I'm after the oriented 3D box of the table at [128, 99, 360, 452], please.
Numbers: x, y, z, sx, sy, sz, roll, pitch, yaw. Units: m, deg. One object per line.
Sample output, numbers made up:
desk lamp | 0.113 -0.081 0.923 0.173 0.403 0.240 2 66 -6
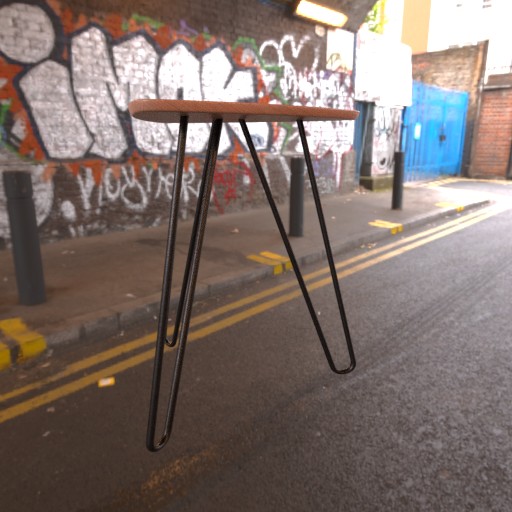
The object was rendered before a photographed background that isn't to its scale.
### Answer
table | 0.000 0.000 0.902 0.455 0.564 0.442 -2 15 -8
